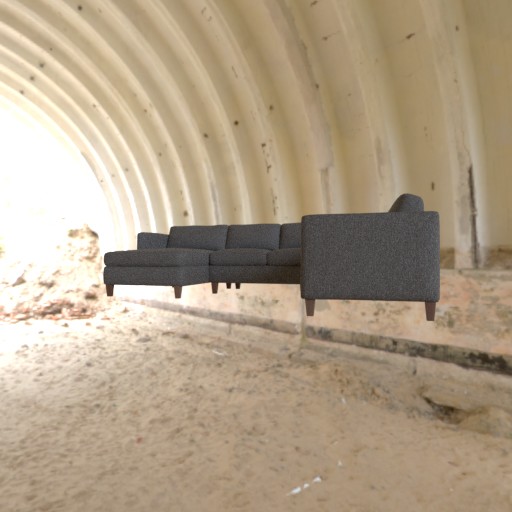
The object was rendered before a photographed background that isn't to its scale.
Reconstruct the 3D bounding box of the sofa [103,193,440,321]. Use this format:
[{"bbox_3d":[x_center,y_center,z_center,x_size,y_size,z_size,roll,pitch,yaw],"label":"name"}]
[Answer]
[{"bbox_3d":[0.000,0.000,4.475,3.238,0.853,2.551,0,0,17],"label":"sofa"}]
